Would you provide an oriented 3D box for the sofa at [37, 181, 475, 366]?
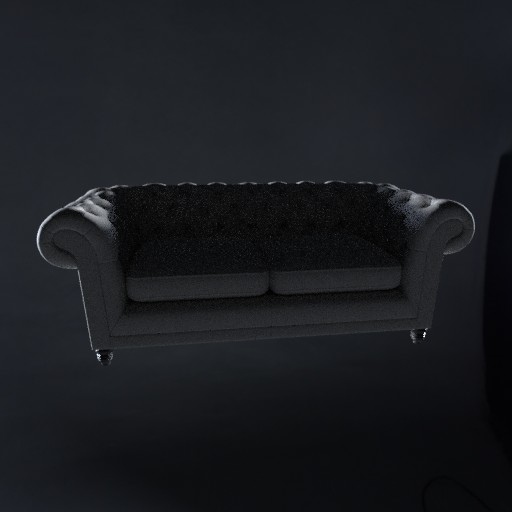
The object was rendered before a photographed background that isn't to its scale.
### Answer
[{"bbox_3d":[0.000,0.000,2.495,1.998,0.764,0.986,-2,15,-8],"label":"sofa"}]
